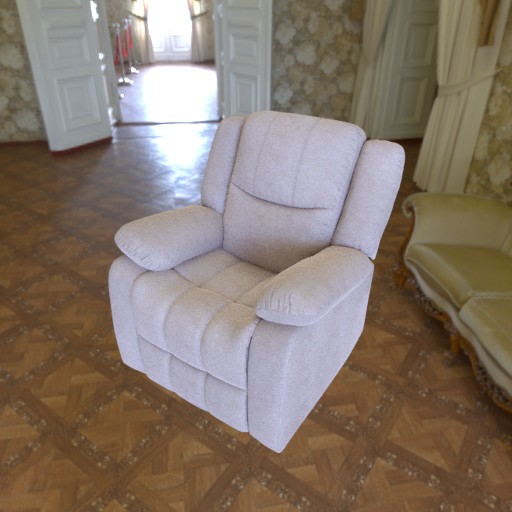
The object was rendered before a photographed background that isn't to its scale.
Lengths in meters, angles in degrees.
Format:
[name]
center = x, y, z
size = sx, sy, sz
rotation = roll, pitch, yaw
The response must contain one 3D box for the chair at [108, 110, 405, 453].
[chair]
center = 0.000, 0.000, 1.805
size = 0.899, 1.008, 0.944
rotation = 19, 35, 29
